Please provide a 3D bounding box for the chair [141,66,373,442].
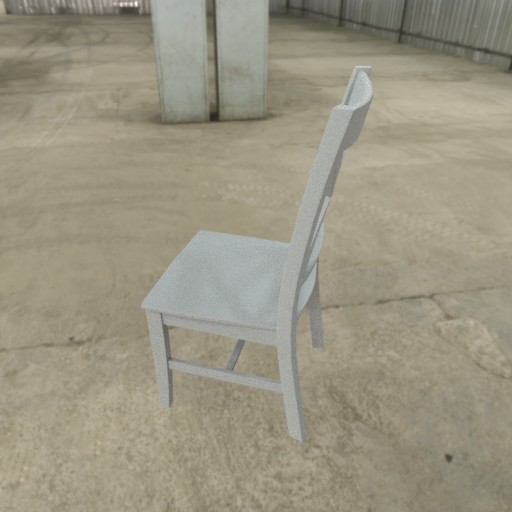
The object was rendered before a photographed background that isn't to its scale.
[{"bbox_3d":[0.000,0.000,1.297,0.542,0.983,0.485,8,33,13],"label":"chair"}]
